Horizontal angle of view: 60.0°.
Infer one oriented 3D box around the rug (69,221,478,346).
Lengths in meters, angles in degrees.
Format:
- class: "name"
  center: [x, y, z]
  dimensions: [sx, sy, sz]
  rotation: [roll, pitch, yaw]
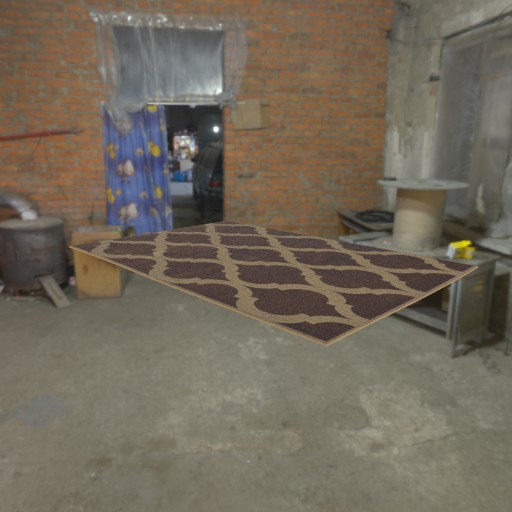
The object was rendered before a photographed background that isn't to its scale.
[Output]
- class: "rug"
  center: [0.000, 0.000, 2.922]
  dimensions: [2.290, 0.014, 1.526]
  rotation: [14, 20, 43]
